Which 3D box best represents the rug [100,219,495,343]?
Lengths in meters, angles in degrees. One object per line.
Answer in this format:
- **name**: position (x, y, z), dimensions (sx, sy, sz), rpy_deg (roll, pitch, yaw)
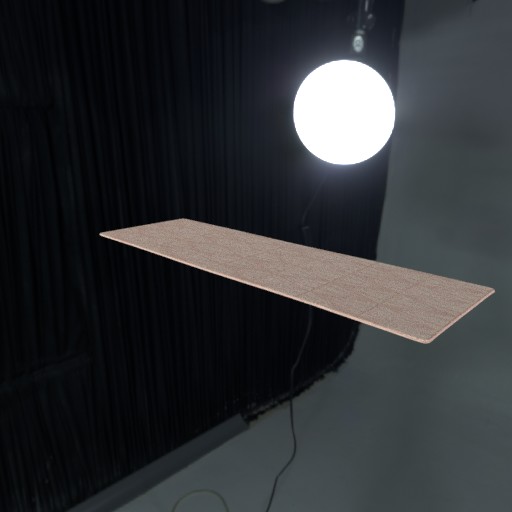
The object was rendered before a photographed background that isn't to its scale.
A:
- **rug**: position (0.000, 0.000, 2.649), dimensions (2.435, 0.015, 0.760), rpy_deg (15, 22, 42)
